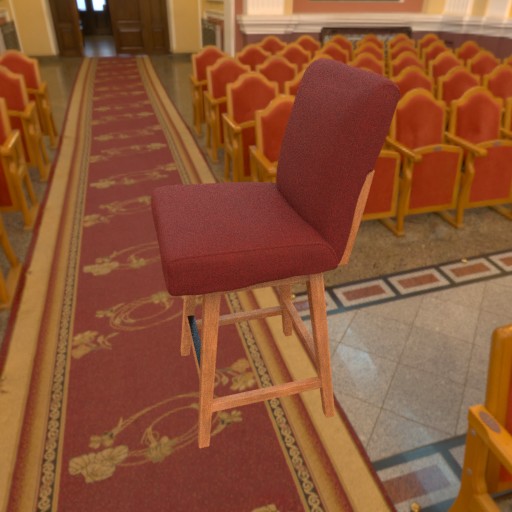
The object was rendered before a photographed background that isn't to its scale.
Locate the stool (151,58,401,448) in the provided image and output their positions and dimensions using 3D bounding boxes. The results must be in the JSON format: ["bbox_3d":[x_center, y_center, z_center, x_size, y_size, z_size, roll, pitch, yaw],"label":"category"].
[{"bbox_3d":[0.000,0.000,1.325,0.562,1.038,0.468,-8,32,-13],"label":"stool"}]
